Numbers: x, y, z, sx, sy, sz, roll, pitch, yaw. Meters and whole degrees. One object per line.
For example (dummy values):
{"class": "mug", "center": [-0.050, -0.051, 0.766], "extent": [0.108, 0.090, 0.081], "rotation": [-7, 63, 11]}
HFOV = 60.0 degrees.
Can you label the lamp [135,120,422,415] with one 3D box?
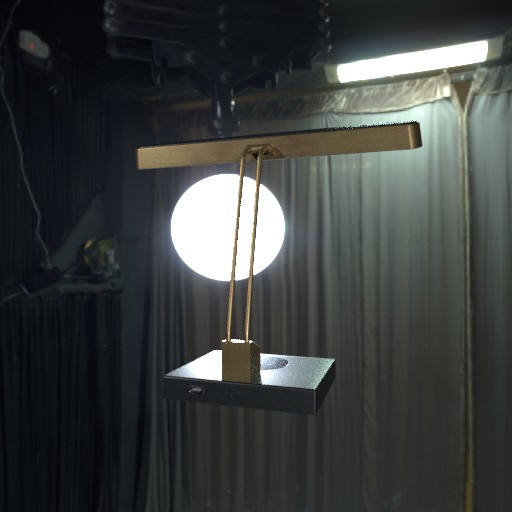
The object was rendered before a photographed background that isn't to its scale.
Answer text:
{"class": "lamp", "center": [0.000, 0.000, 0.578], "extent": [0.412, 0.345, 0.156], "rotation": [0, 0, 18]}
